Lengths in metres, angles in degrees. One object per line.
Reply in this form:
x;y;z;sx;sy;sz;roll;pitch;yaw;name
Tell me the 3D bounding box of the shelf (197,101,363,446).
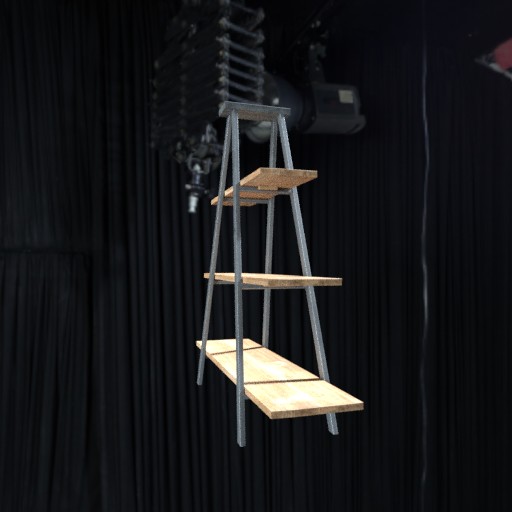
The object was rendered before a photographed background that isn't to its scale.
0.000;0.000;2.697;0.508;1.808;1.746;0;-1;-17;shelf
